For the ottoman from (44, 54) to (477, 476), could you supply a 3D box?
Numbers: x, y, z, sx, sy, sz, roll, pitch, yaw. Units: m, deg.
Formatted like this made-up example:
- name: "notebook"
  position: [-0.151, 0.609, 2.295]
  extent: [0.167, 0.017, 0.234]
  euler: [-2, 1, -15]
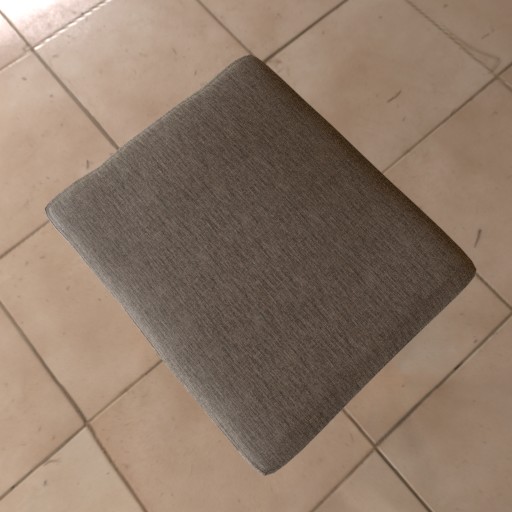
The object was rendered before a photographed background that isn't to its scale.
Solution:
- name: "ottoman"
  position: [0.000, 0.000, 1.450]
  extent: [0.839, 0.492, 0.994]
  euler: [-41, 79, -10]
